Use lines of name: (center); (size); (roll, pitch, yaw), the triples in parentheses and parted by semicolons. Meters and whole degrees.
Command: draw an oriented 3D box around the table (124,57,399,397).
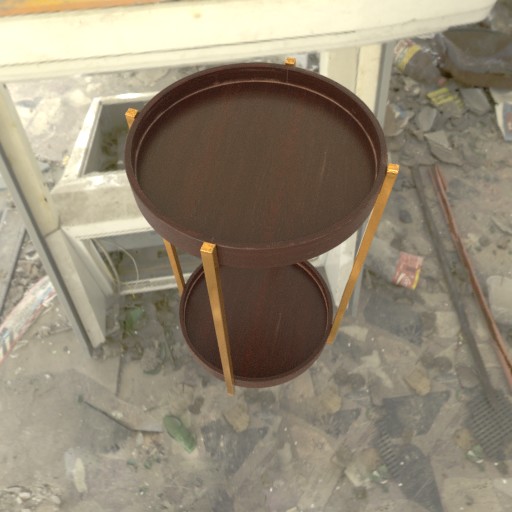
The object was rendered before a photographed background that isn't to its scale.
table: (0.000, 0.000, 0.880); (0.400, 0.610, 0.400); (14, 58, 9)
